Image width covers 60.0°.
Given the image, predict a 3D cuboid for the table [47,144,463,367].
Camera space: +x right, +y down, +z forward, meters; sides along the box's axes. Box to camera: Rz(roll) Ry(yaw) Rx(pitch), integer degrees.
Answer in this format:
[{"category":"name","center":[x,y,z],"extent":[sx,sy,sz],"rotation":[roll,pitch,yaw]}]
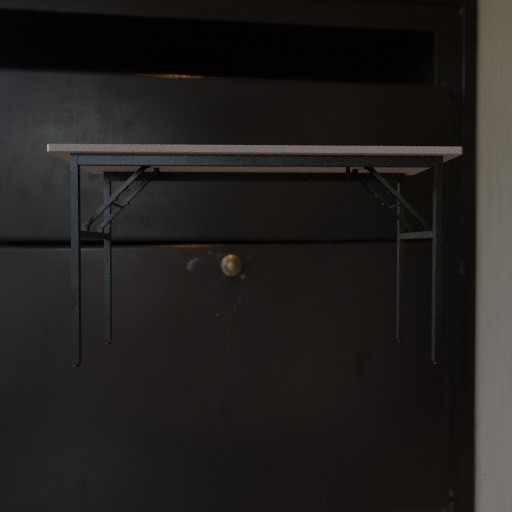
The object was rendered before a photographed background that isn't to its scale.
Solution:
[{"category":"table","center":[0.000,0.000,1.713],"extent":[1.397,0.750,0.447],"rotation":[0,1,-2]}]
